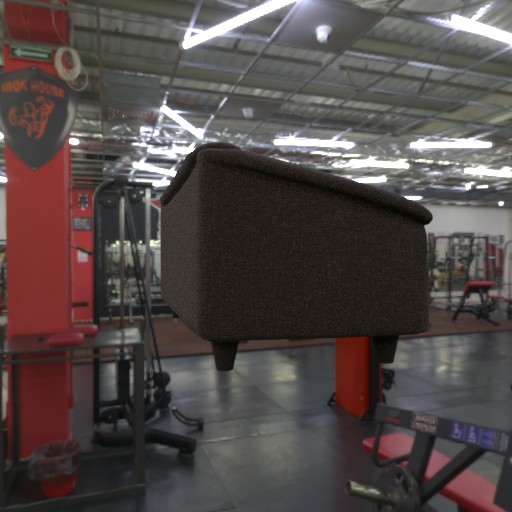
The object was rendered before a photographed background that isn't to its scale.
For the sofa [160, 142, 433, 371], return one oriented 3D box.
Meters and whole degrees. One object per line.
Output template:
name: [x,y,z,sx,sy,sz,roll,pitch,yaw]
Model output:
sofa: [0.000,0.000,2.286,0.887,0.790,1.849,0,0,-17]
